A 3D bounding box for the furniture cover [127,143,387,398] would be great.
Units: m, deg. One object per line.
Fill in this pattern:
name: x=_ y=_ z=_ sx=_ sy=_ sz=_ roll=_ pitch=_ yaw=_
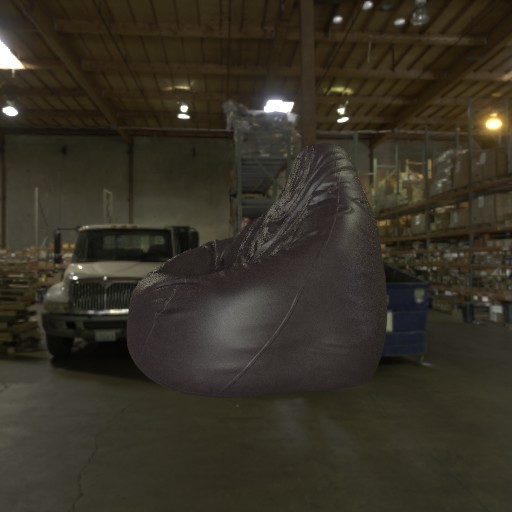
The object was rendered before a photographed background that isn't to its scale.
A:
furniture cover: x=0.000 y=0.000 z=1.918 sx=1.070 sy=0.990 sz=1.070 roll=0 pitch=0 yaw=-18
